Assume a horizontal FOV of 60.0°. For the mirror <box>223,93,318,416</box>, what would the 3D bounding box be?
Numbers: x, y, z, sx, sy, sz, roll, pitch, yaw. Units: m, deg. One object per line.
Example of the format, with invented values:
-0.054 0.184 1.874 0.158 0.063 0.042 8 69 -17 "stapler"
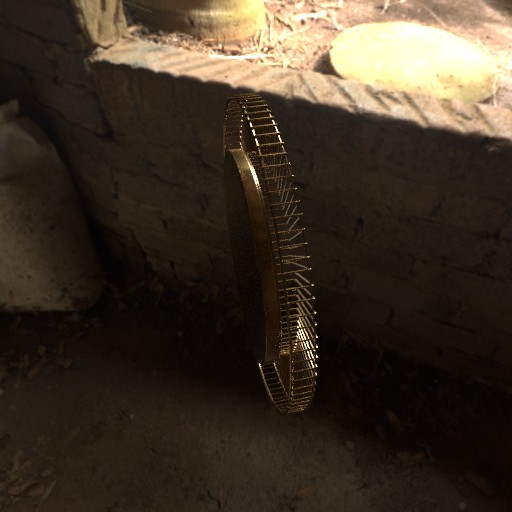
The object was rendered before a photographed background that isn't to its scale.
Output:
0.000 0.000 1.022 0.067 0.703 0.703 -9 48 -8 "mirror"
